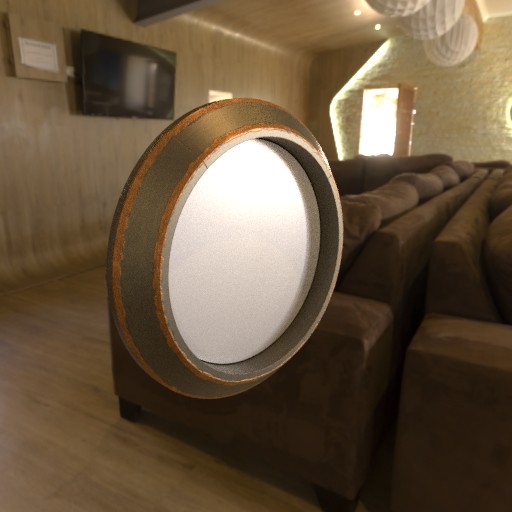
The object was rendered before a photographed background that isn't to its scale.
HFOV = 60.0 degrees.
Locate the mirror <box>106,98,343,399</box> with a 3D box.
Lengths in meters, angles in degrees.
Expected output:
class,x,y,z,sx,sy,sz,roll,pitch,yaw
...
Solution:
class,x,y,z,sx,sy,sz,roll,pitch,yaw
mirror,0.000,0.000,1.343,0.907,0.907,0.111,-14,20,-43
